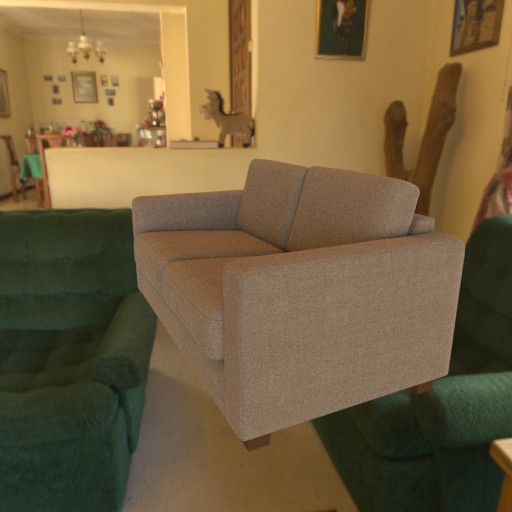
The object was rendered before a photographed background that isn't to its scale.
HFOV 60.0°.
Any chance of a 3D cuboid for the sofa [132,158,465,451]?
[{"bbox_3d":[0.000,0.000,2.031,0.900,0.800,1.520,-8,18,-25],"label":"sofa"}]
